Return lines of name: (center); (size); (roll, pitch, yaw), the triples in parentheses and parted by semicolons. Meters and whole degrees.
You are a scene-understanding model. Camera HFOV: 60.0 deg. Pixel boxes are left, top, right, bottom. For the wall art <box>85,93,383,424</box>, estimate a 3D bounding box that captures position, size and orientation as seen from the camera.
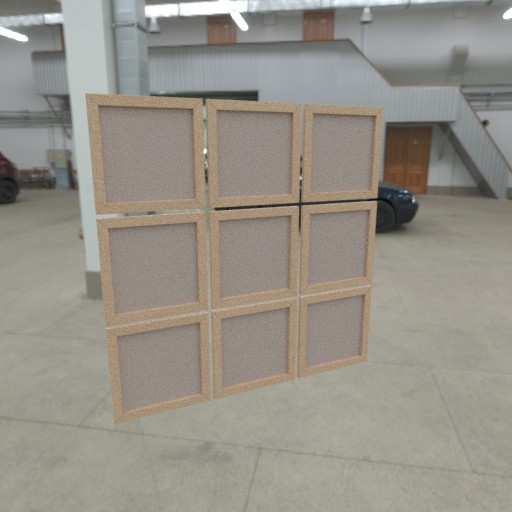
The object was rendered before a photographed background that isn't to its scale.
wall art: (0.000, 0.000, 1.376); (0.917, 0.910, 0.012); (-6, 15, -24)
